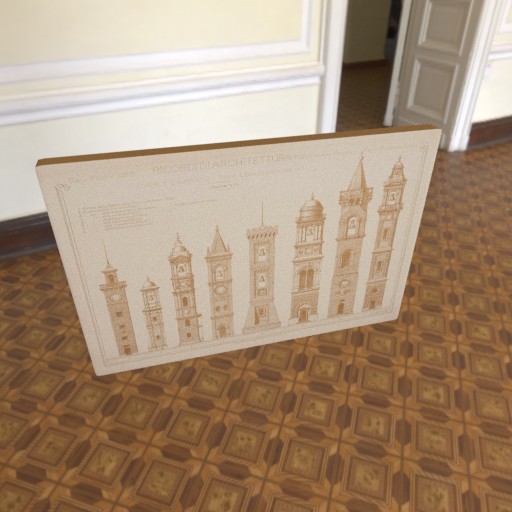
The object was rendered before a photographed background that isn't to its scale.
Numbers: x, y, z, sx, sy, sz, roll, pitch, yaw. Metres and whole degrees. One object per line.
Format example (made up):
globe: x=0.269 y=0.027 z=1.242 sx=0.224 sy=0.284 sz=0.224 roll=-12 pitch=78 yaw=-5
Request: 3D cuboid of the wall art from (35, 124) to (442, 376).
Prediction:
wall art: x=0.000 y=0.000 z=0.480 sx=0.380 sy=0.254 sz=0.019 roll=-8 pitch=35 yaw=-12
